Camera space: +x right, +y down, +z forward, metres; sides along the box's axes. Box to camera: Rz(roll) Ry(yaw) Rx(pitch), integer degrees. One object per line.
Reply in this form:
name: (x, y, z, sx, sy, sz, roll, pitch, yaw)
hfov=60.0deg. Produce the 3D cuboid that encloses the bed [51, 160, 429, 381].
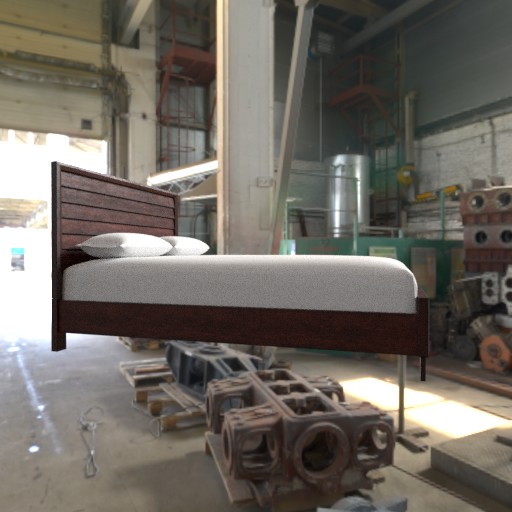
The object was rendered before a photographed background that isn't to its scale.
bed: (0.000, 0.000, 4.035, 2.803, 1.492, 2.040, 0, 1, 17)
